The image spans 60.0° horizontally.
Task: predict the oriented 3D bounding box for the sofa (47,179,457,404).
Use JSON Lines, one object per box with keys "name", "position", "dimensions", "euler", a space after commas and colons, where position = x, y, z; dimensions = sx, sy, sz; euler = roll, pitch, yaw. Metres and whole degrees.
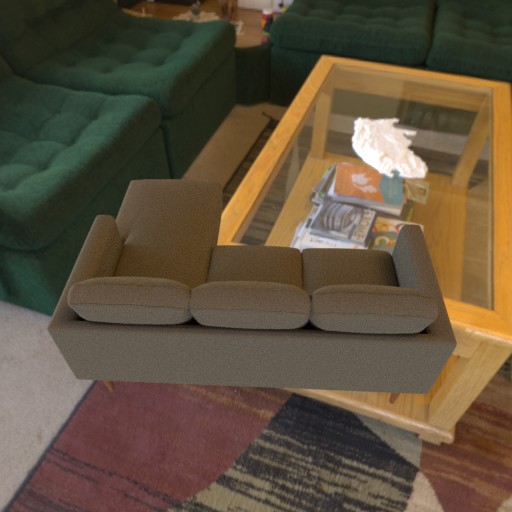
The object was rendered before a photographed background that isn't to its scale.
{"name": "sofa", "position": [0.000, 0.000, 2.888], "dimensions": [2.031, 0.897, 1.591], "euler": [2, 47, 2]}
